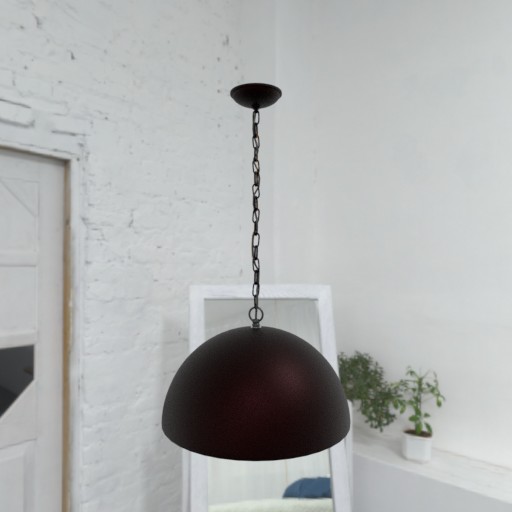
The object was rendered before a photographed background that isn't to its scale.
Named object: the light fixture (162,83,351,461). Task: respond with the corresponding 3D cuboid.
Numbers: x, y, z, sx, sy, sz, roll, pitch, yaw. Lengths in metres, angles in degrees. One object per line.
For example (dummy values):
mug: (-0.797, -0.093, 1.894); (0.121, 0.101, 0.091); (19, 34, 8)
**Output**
light fixture: (0.000, 0.000, 1.180); (0.492, 0.869, 0.492); (0, 0, 19)
